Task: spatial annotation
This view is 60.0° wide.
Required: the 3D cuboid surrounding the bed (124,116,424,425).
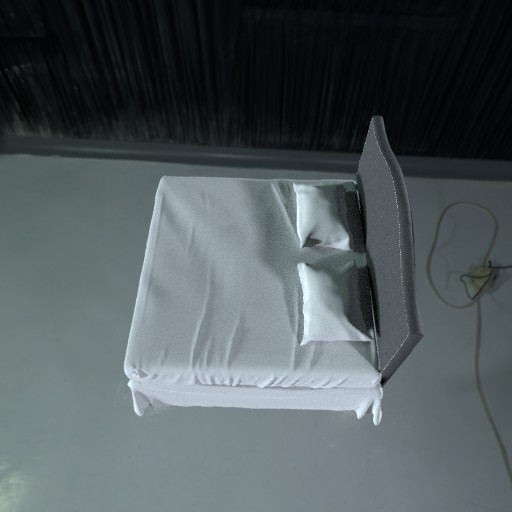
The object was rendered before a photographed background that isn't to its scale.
[{"bbox_3d":[0.000,0.000,3.707,2.219,1.651,2.314,1,57,1],"label":"bed"}]
